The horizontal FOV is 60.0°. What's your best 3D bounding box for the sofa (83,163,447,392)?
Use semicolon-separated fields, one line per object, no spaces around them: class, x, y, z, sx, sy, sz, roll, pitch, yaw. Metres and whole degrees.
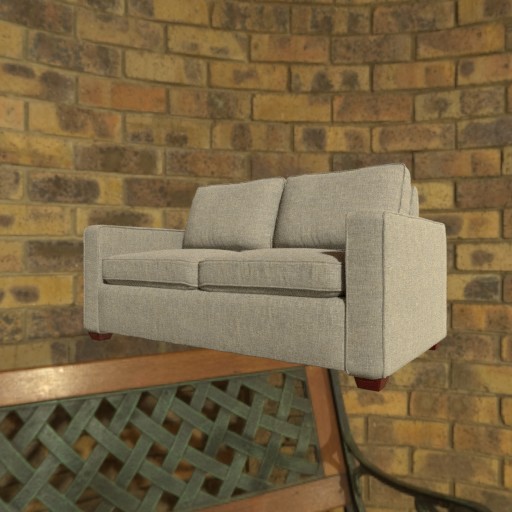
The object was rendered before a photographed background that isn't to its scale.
sofa;0.000;0.000;2.309;1.706;0.915;0.945;0;0;35
